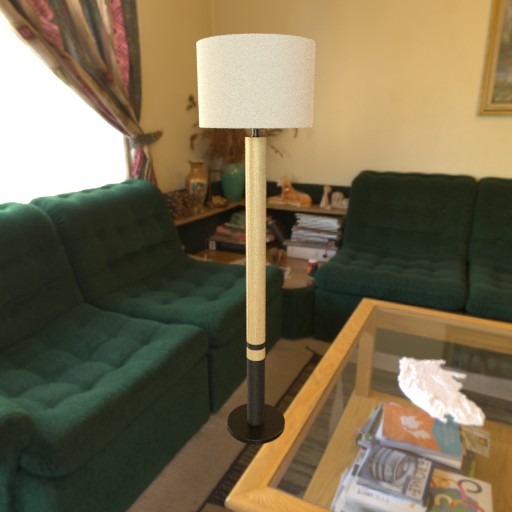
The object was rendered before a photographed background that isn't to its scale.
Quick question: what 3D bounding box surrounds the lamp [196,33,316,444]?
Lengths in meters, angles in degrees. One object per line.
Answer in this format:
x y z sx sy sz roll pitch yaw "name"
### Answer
0.000 0.000 1.640 0.381 1.478 0.381 3 17 9 "lamp"
